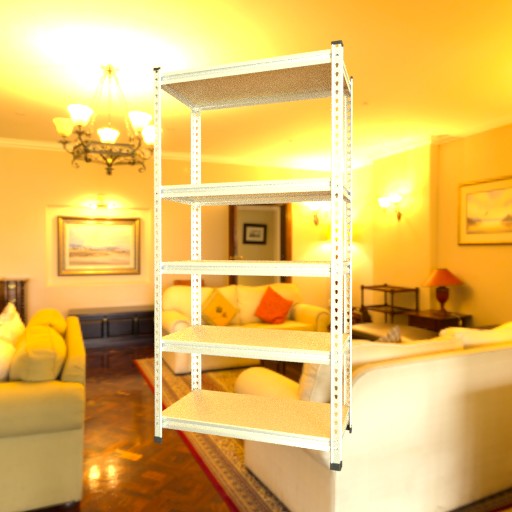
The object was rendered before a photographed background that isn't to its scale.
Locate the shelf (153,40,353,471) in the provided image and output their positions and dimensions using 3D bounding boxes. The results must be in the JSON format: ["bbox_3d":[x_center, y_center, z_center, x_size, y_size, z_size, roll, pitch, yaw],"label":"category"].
[{"bbox_3d":[0.000,0.000,2.237,0.914,1.829,0.457,0,1,18],"label":"shelf"}]
